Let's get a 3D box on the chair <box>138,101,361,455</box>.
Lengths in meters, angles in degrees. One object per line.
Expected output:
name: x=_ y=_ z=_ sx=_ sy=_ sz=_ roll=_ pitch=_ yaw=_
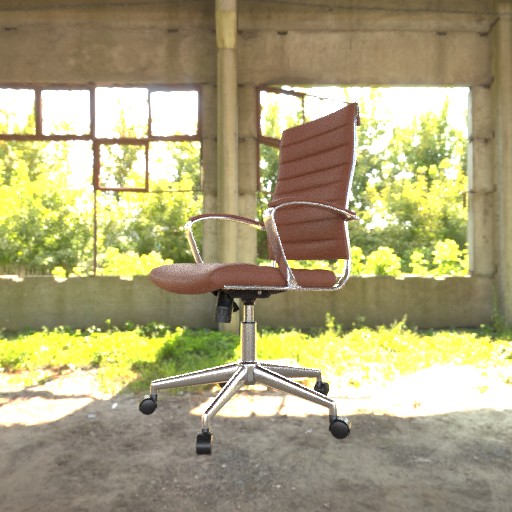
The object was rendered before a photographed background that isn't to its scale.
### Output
chair: x=0.000 y=0.000 z=1.642 sx=0.739 sy=1.149 sz=0.766 roll=1 pitch=-1 yaw=-35
